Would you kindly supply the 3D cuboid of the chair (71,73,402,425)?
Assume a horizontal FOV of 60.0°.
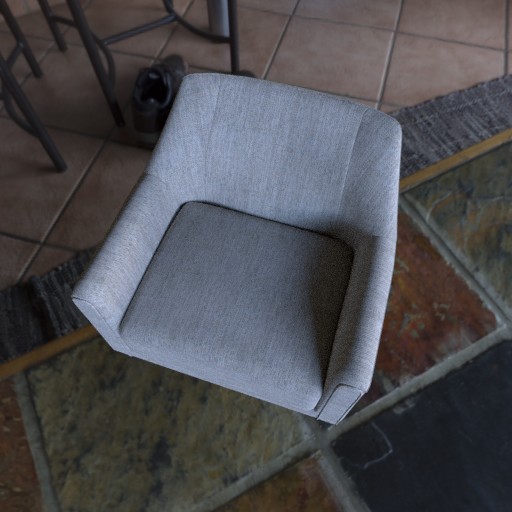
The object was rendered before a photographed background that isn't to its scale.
[{"bbox_3d":[0.000,0.000,1.407,0.796,0.761,0.758,16,61,9],"label":"chair"}]
